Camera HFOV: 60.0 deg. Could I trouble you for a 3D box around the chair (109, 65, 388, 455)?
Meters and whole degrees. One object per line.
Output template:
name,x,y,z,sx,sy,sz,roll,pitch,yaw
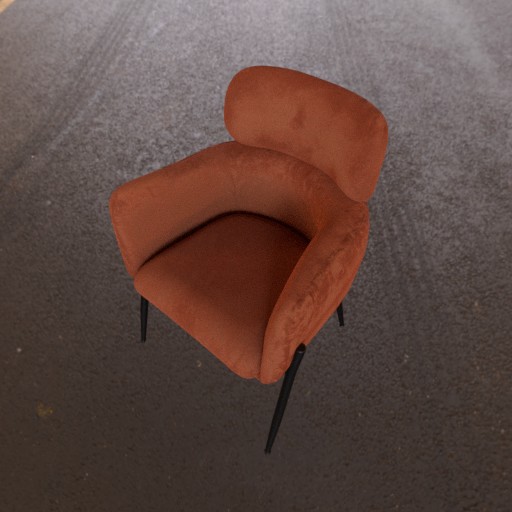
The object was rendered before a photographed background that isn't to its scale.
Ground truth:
chair,0.000,0.000,1.145,0.561,0.772,0.523,33,55,27
